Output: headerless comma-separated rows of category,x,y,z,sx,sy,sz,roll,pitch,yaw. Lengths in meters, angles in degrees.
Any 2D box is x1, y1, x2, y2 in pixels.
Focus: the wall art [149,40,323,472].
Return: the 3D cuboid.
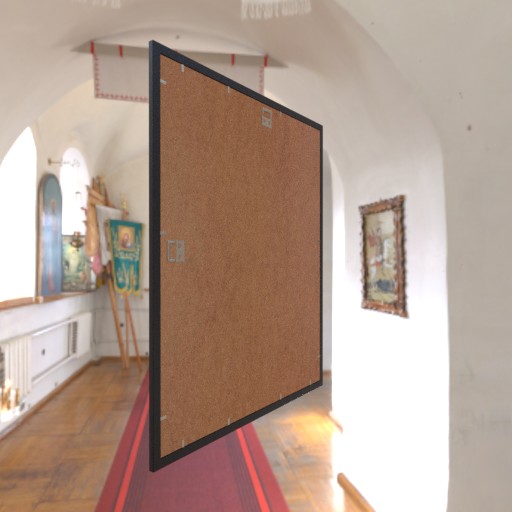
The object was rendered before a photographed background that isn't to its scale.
wall art,0.000,0.000,0.906,0.018,0.660,0.559,0,0,36
